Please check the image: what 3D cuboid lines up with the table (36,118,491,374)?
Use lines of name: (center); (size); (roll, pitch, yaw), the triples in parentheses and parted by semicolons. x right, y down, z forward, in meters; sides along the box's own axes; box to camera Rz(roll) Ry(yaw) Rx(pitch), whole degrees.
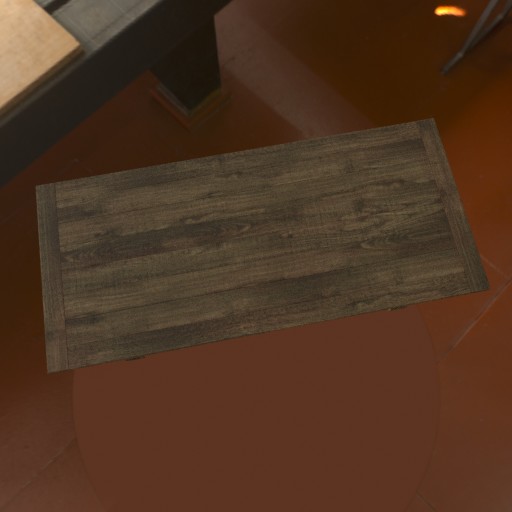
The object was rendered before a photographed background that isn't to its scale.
table: (0.000, 0.000, 2.463); (2.031, 0.733, 0.907); (-10, 75, -3)
